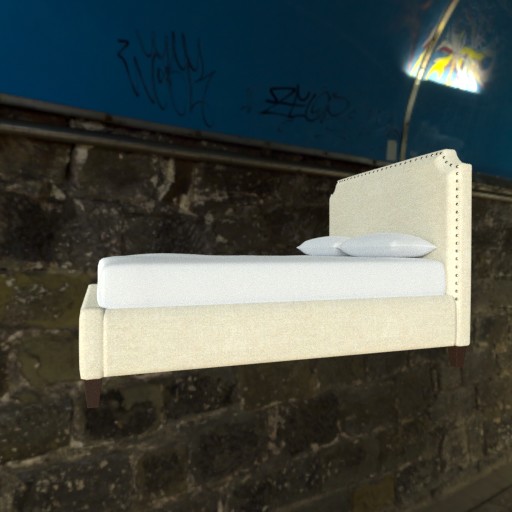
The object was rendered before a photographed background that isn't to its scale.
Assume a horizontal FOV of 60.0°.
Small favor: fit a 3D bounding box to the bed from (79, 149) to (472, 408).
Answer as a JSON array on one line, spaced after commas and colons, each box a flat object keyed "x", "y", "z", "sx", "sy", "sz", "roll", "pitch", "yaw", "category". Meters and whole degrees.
[{"x": 0.000, "y": 0.000, "z": 3.297, "sx": 2.381, "sy": 1.457, "sz": 1.713, "roll": 0, "pitch": 1, "yaw": -19, "category": "bed"}]
